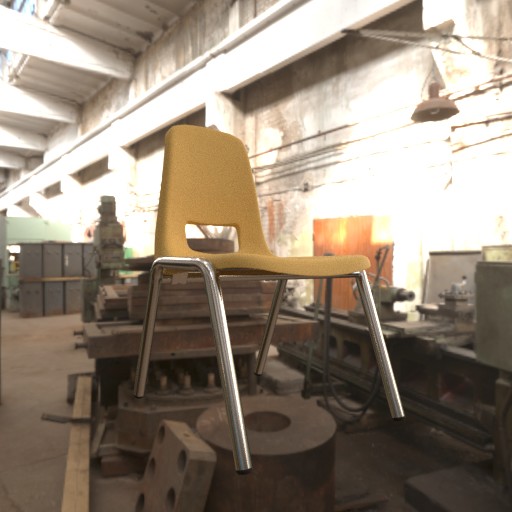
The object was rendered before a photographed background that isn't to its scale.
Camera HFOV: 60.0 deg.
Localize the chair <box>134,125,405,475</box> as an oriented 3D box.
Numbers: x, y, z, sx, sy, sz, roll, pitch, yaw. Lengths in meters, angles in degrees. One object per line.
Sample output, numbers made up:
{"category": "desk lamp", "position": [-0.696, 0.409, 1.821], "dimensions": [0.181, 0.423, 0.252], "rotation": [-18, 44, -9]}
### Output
{"category": "chair", "position": [0.000, 0.000, 0.851], "dimensions": [0.354, 0.586, 0.423], "rotation": [1, -1, -36]}
